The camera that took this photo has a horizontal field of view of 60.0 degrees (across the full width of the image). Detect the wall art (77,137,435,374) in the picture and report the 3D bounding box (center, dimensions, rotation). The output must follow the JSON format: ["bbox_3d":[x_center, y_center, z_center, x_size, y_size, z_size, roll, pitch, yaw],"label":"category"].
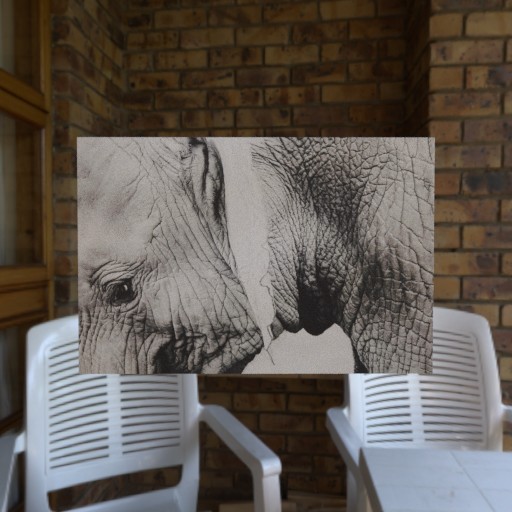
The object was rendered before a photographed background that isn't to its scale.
[{"bbox_3d":[0.000,0.000,0.780,0.613,0.407,0.035,0,1,0],"label":"wall art"}]
